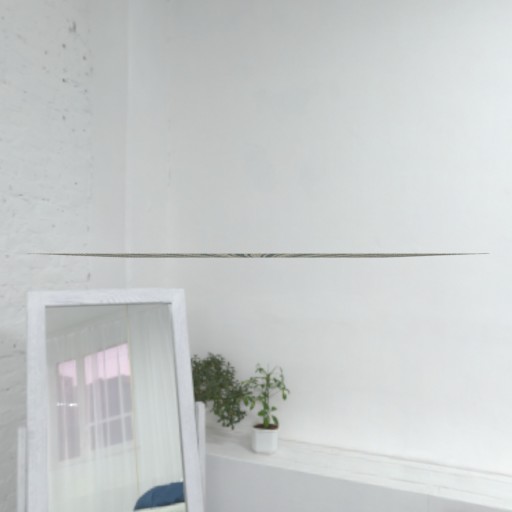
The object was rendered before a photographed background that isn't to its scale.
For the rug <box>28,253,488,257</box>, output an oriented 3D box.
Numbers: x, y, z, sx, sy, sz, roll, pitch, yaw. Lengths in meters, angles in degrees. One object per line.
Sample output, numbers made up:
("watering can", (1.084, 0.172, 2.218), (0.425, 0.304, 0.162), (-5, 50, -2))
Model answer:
("rug", (0.000, 0.000, 4.224), (3.201, 0.005, 2.439), (0, -1, 0))
